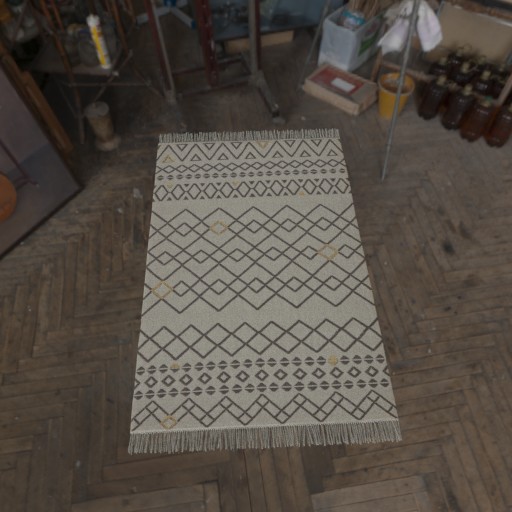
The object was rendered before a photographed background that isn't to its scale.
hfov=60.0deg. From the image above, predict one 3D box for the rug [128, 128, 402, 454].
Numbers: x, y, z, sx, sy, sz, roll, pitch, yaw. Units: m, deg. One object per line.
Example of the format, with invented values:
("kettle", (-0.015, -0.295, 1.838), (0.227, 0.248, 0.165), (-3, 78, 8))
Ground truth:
("rug", (0.000, 0.000, 3.046), (1.495, 0.035, 2.472), (-2, 58, -1))
